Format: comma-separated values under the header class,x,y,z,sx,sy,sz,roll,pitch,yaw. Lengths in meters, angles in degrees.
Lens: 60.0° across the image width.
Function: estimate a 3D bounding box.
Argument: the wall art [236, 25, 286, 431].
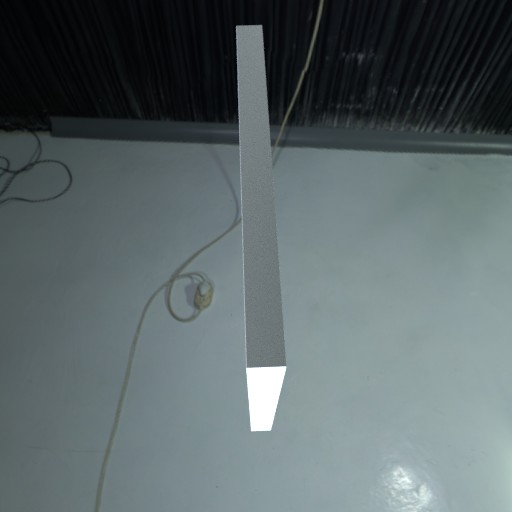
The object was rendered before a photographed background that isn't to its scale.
class,x,y,z,sx,sy,sz,roll,pitch,yaw
wall art,0.000,0.000,0.762,0.038,0.505,0.506,-2,62,-1
